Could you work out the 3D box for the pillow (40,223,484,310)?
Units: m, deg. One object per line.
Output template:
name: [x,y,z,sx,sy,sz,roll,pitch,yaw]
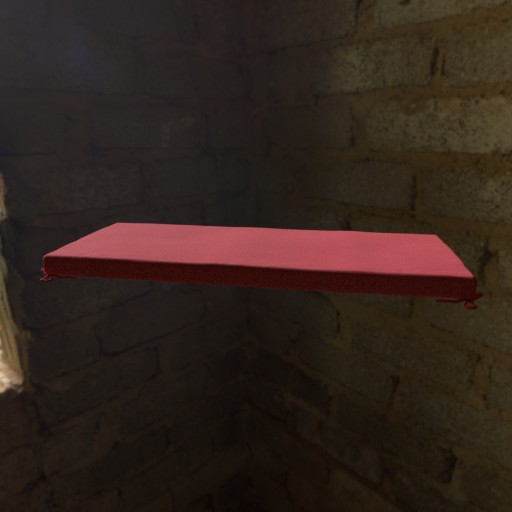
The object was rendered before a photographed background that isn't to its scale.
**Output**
pillow: [0.000,0.000,1.340,1.187,0.081,0.492,3,16,9]
